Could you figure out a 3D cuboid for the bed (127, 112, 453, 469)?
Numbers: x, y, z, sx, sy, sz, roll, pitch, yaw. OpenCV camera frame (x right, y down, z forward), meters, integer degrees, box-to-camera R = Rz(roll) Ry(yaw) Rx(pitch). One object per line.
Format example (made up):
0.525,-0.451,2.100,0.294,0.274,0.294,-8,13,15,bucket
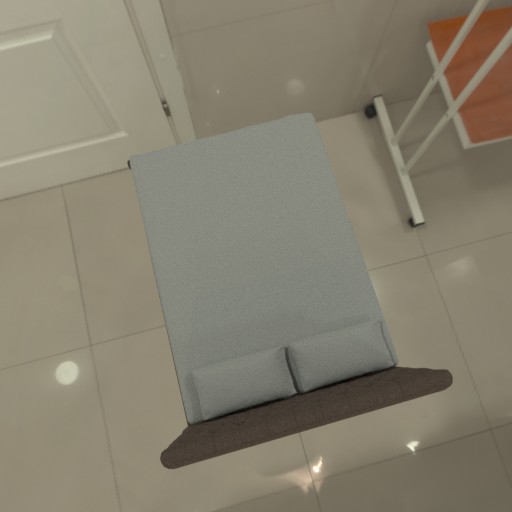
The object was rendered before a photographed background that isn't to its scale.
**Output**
0.000,0.000,3.376,1.698,1.427,2.387,-15,77,-4,bed
